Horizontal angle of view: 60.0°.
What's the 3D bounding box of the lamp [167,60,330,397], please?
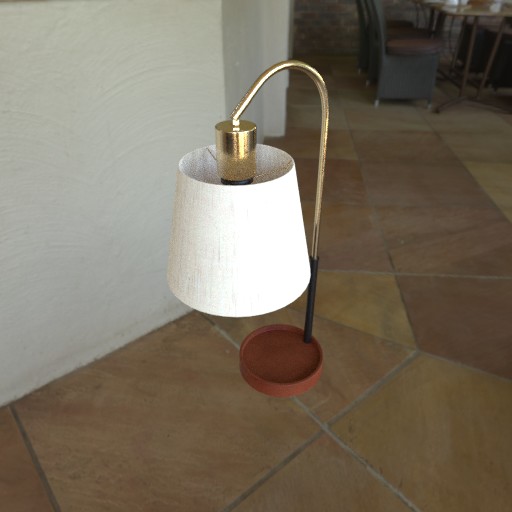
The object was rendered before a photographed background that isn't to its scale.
[{"bbox_3d":[0.000,0.000,0.666,0.273,0.536,0.211,-22,39,-30],"label":"lamp"}]
